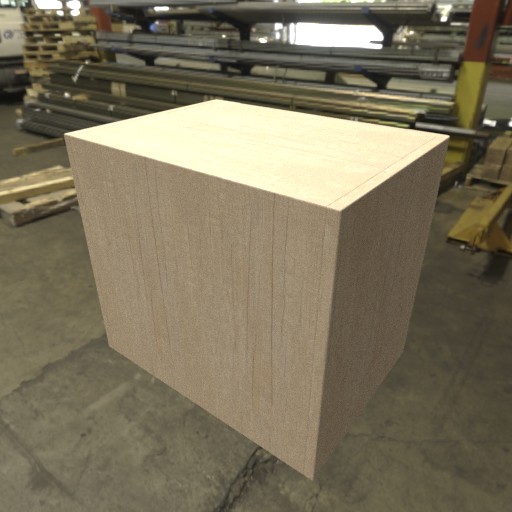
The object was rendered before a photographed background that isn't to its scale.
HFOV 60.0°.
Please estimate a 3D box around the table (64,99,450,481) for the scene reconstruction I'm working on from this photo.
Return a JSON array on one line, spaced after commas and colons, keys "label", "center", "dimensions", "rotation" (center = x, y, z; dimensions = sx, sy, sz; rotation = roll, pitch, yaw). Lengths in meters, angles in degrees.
[{"label": "table", "center": [0.000, 0.000, 0.934], "dimensions": [0.570, 0.510, 0.420], "rotation": [21, 36, 32]}]
